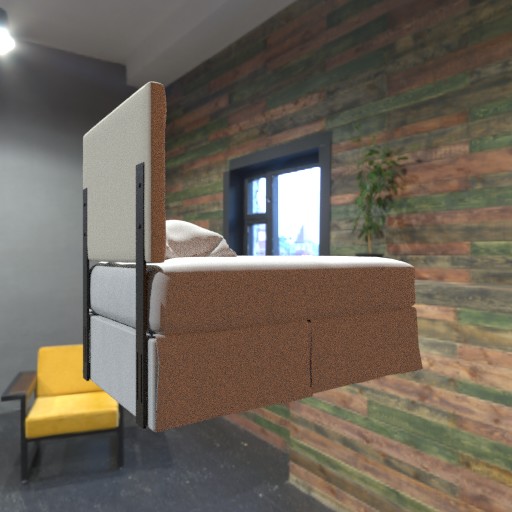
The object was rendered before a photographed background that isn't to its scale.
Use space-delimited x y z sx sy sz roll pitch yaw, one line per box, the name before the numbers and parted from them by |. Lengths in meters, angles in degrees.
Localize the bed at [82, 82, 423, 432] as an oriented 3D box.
bed | 0.000 0.000 2.993 1.997 1.571 1.261 0 0 -36
